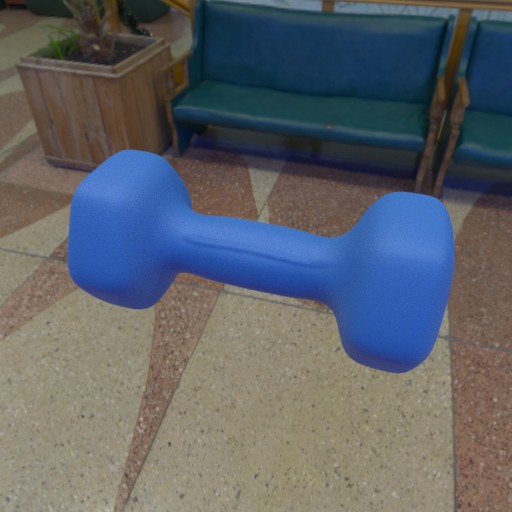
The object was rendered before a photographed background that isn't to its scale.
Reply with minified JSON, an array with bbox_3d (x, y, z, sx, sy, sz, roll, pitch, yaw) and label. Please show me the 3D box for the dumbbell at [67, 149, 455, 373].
[{"bbox_3d":[0.000,0.000,0.264,0.212,0.093,0.103,12,42,14],"label":"dumbbell"}]
